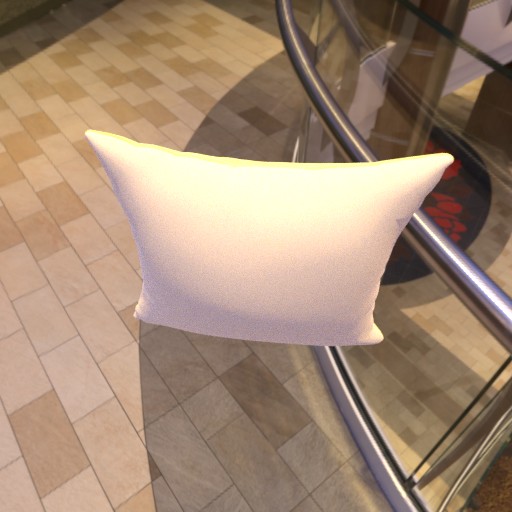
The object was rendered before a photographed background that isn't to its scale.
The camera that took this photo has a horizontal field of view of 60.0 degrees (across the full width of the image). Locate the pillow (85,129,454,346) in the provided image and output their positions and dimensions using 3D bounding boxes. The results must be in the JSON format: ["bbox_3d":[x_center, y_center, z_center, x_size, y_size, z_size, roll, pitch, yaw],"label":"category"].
[{"bbox_3d":[0.000,0.000,0.814,0.560,0.487,0.229,5,47,4],"label":"pillow"}]
